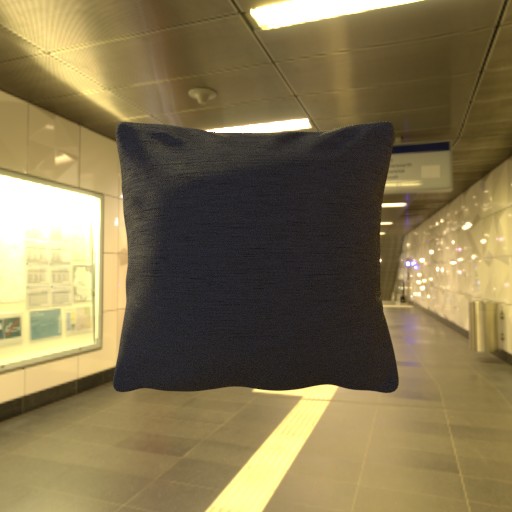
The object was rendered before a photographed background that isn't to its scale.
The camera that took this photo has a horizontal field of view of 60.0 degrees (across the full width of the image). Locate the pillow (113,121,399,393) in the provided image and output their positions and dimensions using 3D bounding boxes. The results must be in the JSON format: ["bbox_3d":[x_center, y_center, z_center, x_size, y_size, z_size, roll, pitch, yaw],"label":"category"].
[{"bbox_3d":[0.000,0.000,0.677,0.432,0.414,0.246,0,-2,0],"label":"pillow"}]
